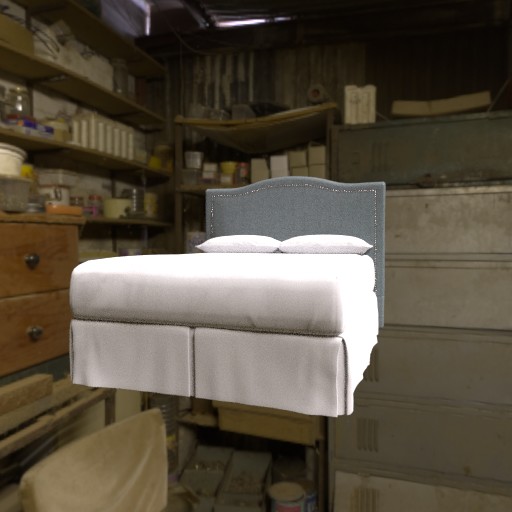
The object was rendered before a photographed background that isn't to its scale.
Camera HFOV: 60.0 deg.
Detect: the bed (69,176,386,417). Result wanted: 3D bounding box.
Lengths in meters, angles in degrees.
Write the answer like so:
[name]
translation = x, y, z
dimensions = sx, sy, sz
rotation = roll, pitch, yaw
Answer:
[bed]
translation = 0.000, 0.000, 3.308
dimensions = 1.753, 1.460, 2.143
rotation = 1, 2, 19
